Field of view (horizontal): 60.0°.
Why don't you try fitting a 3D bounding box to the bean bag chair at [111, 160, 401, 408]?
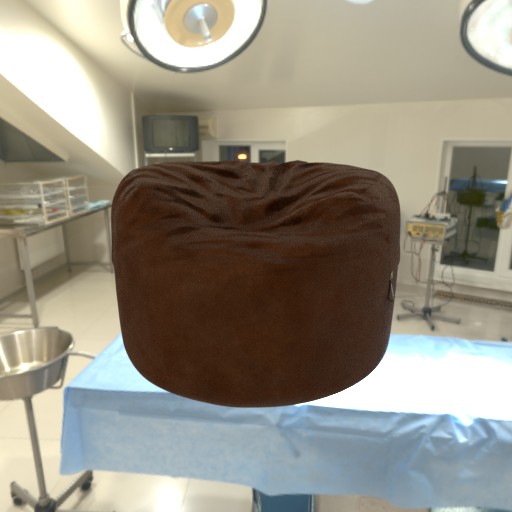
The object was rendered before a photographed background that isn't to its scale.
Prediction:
[{"bbox_3d":[0.000,0.000,1.490,0.918,0.616,0.918,0,15,0],"label":"bean bag chair"}]
